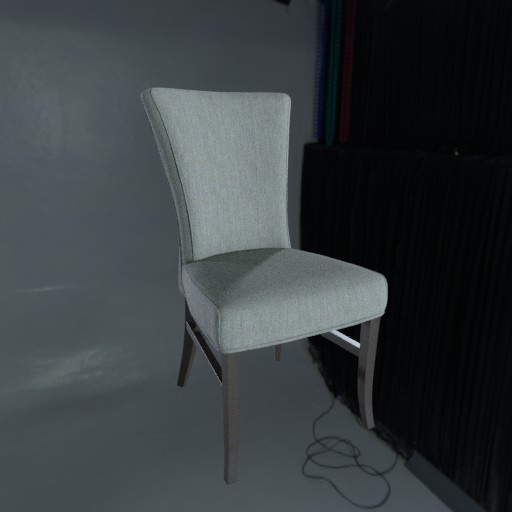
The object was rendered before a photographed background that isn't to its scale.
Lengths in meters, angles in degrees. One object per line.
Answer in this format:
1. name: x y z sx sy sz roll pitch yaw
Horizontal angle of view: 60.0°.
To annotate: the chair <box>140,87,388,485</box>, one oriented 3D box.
1. chair: 0.000 0.000 1.362 0.520 0.991 0.660 -8 18 -27
